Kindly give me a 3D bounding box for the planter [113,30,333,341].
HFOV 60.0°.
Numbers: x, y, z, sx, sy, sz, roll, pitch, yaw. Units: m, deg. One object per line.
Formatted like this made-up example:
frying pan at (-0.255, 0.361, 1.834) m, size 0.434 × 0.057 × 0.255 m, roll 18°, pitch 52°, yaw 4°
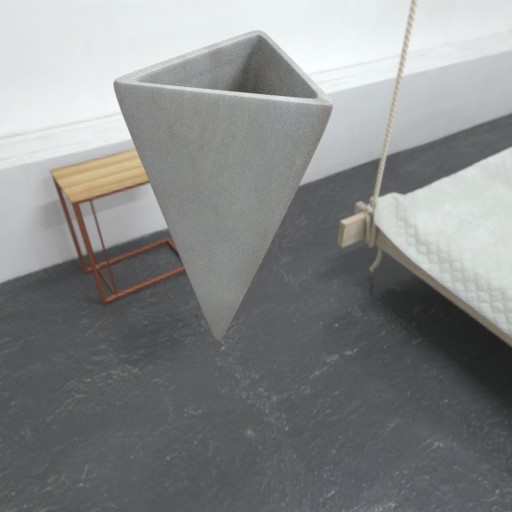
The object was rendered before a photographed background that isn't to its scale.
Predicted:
planter at (0.000, 0.000, 0.157) m, size 0.047 × 0.130 × 0.058 m, roll 27°, pitch 48°, yaw 28°
